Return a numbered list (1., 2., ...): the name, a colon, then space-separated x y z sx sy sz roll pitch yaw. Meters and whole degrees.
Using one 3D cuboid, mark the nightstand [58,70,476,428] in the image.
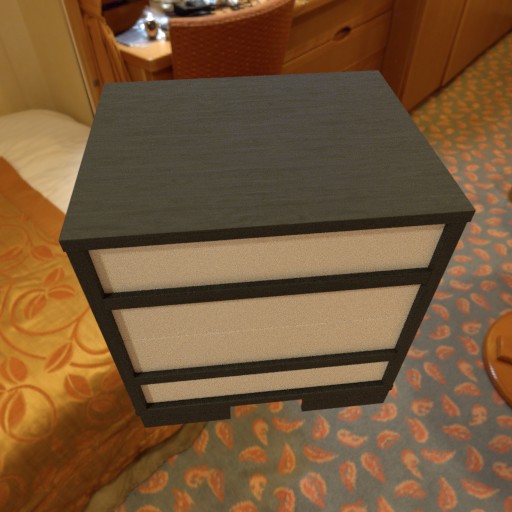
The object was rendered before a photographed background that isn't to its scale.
1. nightstand: 0.000 0.000 0.729 0.427 0.448 0.347 -4 46 -4
